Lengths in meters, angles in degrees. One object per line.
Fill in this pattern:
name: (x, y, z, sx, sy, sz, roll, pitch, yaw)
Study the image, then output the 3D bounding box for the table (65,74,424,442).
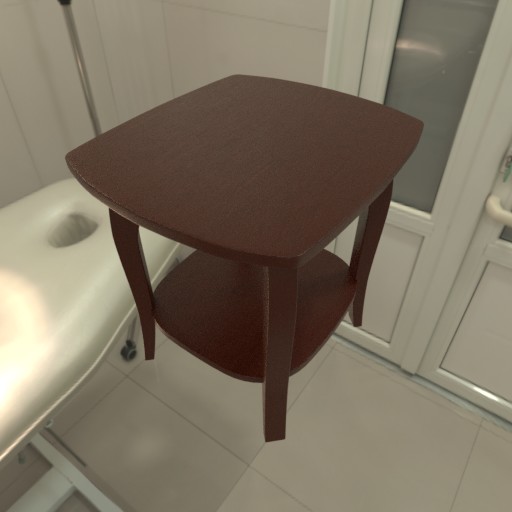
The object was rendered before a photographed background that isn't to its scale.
table: (0.000, 0.000, 0.863, 0.433, 0.496, 0.502, 25, 47, 26)
